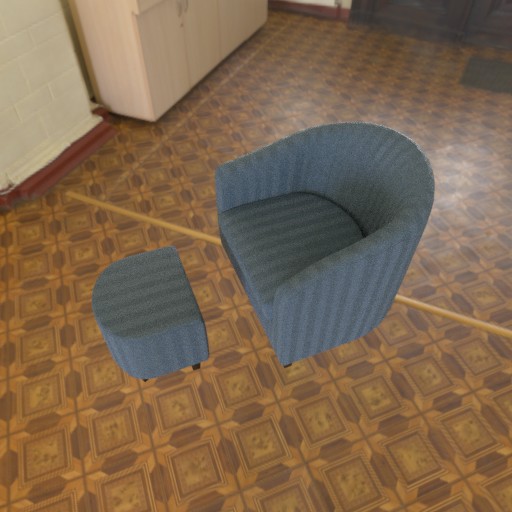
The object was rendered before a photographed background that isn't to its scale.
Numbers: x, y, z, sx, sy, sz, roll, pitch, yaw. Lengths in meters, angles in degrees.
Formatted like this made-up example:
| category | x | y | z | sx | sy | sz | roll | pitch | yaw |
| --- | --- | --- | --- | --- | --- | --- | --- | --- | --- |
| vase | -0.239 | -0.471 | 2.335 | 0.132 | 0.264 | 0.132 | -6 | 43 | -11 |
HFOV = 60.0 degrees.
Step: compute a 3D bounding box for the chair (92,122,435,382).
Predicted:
| category | x | y | z | sx | sy | sz | roll | pitch | yaw |
| --- | --- | --- | --- | --- | --- | --- | --- | --- | --- |
| chair | 0.000 | 0.000 | 1.760 | 1.288 | 0.757 | 0.756 | -16 | 49 | -15 |
